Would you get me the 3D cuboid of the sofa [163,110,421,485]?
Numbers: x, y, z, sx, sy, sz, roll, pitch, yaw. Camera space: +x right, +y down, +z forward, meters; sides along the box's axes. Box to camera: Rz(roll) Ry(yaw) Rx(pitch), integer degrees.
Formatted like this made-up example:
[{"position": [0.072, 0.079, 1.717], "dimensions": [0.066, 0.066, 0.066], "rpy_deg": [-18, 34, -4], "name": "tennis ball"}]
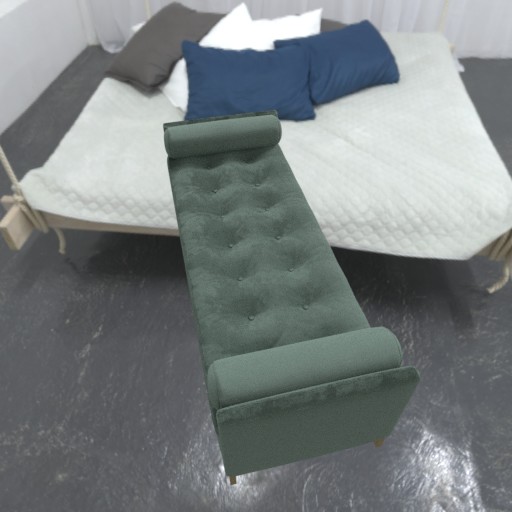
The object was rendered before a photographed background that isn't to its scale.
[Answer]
[{"position": [0.000, 0.000, 2.489], "dimensions": [0.796, 0.705, 2.102], "rpy_deg": [-10, 47, -9], "name": "sofa"}]
